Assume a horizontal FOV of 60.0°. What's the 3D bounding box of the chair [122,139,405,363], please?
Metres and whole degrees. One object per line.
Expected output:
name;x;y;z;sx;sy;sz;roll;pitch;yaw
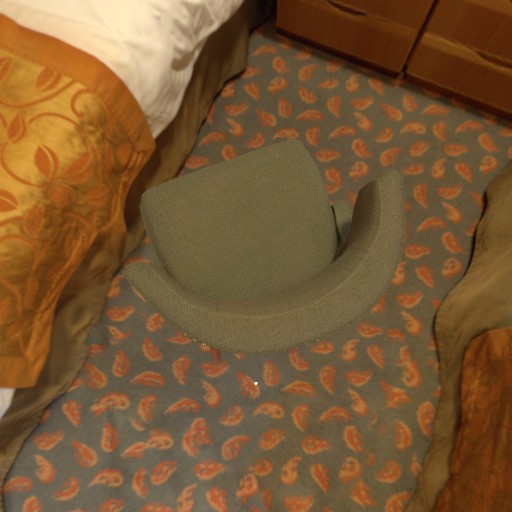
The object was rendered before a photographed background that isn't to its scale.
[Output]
chair;0.000;0.000;1.231;0.595;0.863;0.581;-21;75;-6
